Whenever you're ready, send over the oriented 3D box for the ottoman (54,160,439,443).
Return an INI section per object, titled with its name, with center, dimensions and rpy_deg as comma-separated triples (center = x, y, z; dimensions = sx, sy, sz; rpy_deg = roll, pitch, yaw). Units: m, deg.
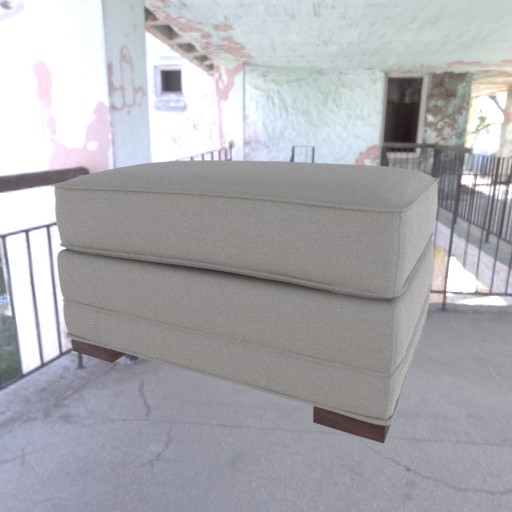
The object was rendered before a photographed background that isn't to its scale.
[ottoman]
center = 0.000, 0.000, 1.172
dimensions = 0.848, 0.482, 0.611
rpy_deg = 8, 17, 26
